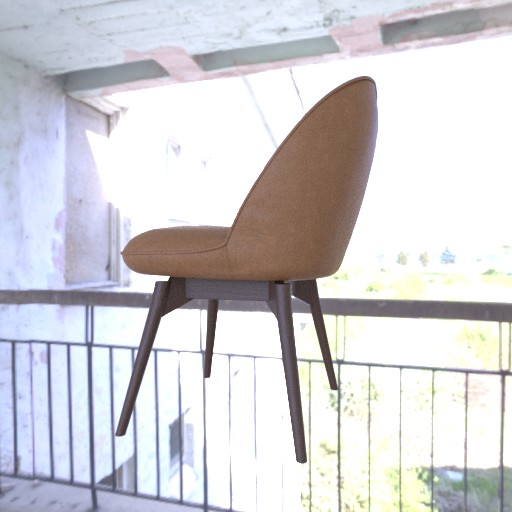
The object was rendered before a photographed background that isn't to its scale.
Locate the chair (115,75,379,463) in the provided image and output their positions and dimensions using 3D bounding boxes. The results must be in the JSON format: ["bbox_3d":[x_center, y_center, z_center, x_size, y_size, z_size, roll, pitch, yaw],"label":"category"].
[{"bbox_3d":[0.000,0.000,1.191,0.631,0.831,0.521,0,1,18],"label":"chair"}]
